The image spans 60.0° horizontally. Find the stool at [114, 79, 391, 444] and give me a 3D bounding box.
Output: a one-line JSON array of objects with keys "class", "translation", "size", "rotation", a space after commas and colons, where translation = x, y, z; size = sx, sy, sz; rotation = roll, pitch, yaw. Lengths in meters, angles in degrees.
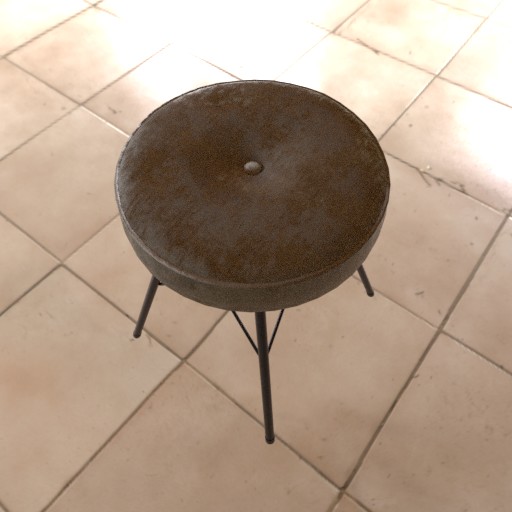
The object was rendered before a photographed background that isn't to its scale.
[{"class": "stool", "translation": [0.000, 0.000, 0.874], "size": [0.423, 0.538, 0.457], "rotation": [33, 64, 18]}]
